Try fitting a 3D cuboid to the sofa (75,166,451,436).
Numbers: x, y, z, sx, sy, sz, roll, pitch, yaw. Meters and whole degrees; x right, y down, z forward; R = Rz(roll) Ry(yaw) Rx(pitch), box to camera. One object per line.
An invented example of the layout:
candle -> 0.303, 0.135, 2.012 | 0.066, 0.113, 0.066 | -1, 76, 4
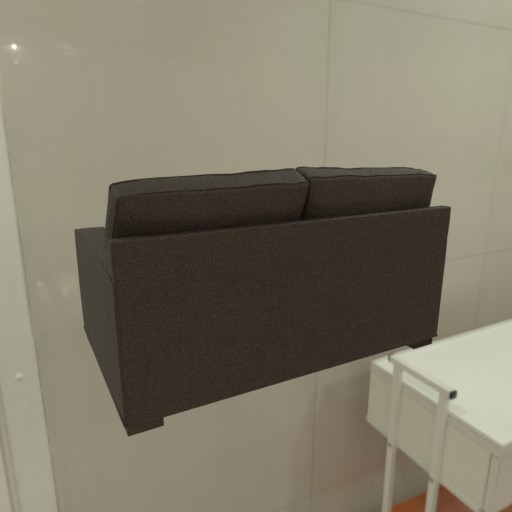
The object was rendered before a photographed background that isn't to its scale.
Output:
sofa -> 0.000, 0.000, 2.157 | 1.534, 0.887, 0.974 | -8, 17, -27
